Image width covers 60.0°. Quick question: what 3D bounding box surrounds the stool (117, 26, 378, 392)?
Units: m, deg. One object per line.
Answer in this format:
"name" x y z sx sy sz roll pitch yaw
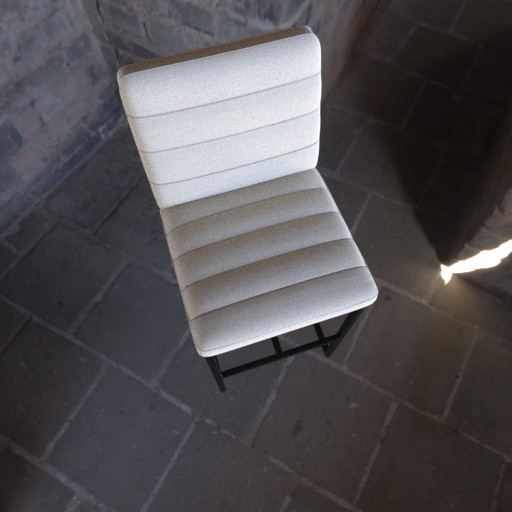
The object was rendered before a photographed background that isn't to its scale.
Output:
"stool" 0.000 0.000 1.304 0.460 1.040 0.560 -16 65 -8
